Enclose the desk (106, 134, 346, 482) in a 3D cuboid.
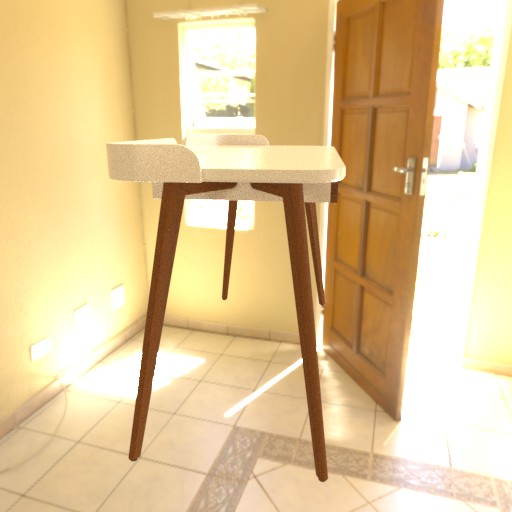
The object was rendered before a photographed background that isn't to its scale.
[{"bbox_3d":[0.000,0.000,1.563,0.534,0.807,1.206,2,16,8],"label":"desk"}]
